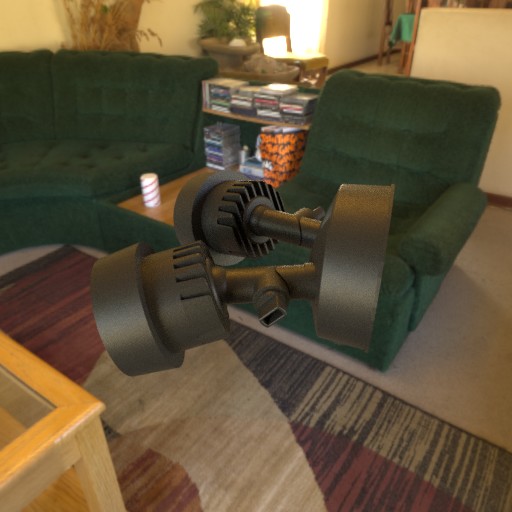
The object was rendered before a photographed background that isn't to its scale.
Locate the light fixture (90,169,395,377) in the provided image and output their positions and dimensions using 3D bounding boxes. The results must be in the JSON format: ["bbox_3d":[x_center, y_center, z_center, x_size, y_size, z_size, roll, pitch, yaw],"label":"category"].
[{"bbox_3d":[0.000,0.000,0.310,0.168,0.120,0.213,9,33,14],"label":"light fixture"}]
